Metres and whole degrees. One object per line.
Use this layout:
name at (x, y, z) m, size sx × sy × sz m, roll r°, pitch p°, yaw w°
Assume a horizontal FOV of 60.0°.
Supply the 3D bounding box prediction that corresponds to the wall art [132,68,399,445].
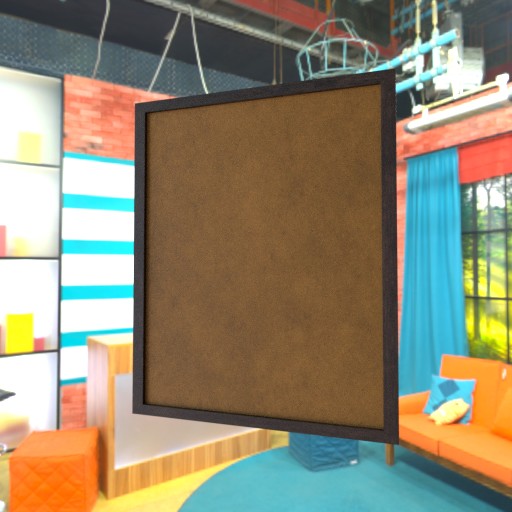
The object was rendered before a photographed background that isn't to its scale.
wall art at (0.000, 0.000, 0.541) m, size 0.329 × 0.406 × 0.027 m, roll -1°, pitch -2°, yaw 18°
